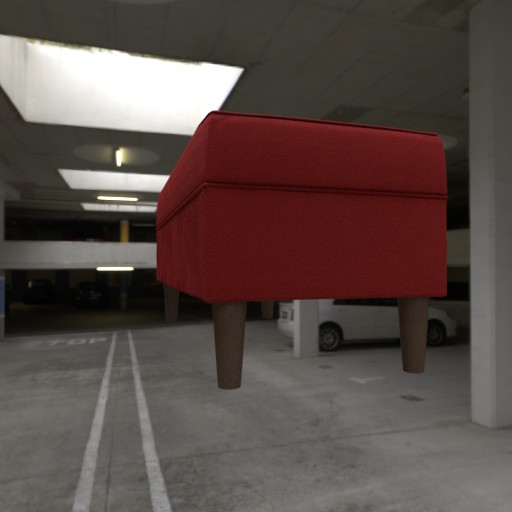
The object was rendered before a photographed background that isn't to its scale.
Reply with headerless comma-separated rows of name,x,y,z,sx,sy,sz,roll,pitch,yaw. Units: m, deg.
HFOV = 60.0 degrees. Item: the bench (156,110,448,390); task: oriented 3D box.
bench,0.000,0.000,1.266,0.492,0.471,1.016,0,-1,-17
